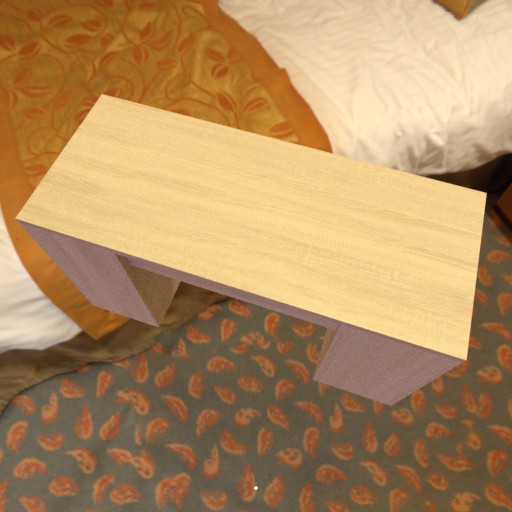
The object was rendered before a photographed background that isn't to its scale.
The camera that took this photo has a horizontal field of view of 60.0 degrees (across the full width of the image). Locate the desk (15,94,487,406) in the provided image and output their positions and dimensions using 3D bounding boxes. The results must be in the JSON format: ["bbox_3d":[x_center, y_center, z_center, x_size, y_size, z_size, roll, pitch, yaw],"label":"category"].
[{"bbox_3d":[0.000,0.000,1.739,1.390,0.740,0.600,17,64,9],"label":"desk"}]
